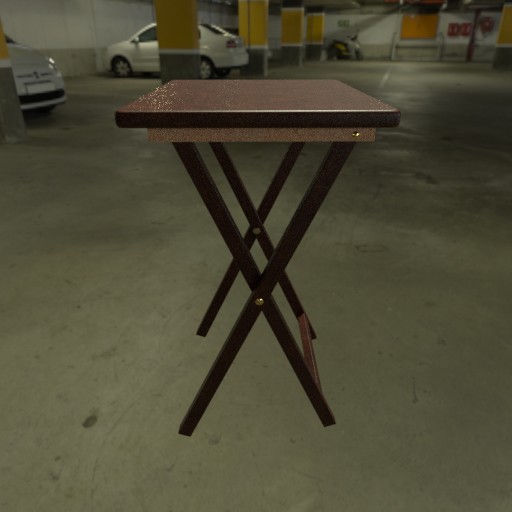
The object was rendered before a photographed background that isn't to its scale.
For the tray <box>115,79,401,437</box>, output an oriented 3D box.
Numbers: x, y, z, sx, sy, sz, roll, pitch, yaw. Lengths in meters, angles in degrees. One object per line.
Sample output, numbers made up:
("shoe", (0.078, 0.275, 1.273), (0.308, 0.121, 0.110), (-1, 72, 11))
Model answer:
("tray", (0.000, 0.000, 0.942), (0.381, 0.660, 0.483), (0, 26, -1))
